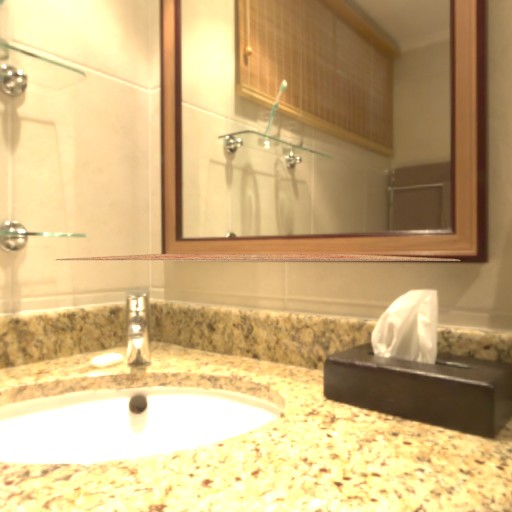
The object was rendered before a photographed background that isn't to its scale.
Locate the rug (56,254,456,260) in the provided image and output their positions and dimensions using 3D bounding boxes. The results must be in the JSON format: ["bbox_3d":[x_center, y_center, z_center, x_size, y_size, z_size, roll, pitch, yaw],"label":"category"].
[{"bbox_3d":[0.000,0.000,4.222,2.451,0.008,3.143,0,1,0],"label":"rug"}]
